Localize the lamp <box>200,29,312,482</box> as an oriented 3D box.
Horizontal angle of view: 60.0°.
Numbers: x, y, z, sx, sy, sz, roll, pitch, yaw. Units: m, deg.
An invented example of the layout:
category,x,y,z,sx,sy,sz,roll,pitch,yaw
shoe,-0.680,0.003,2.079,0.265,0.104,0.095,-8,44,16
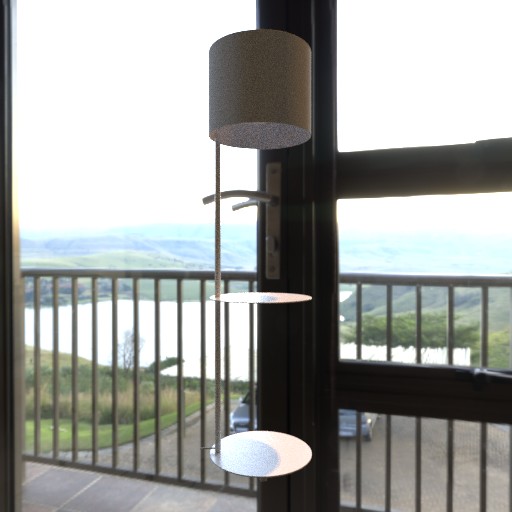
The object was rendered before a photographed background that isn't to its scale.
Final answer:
category,x,y,z,sx,sy,sz,roll,pitch,yaw
lamp,0.000,0.000,1.617,0.405,1.465,0.372,0,0,-1
